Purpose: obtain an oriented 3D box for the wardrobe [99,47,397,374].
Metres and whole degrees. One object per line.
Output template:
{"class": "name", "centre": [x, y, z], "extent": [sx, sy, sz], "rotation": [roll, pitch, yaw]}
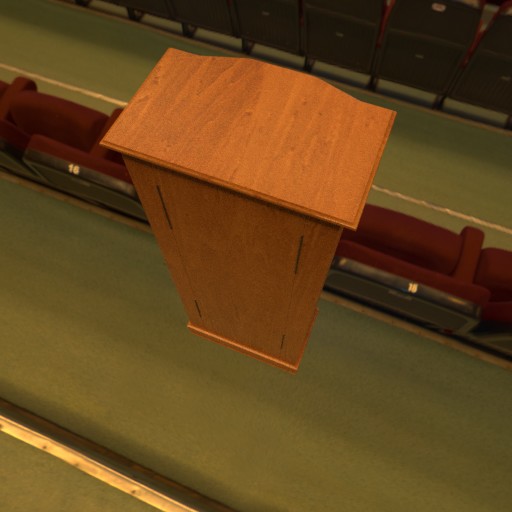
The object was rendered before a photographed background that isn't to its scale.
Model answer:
{"class": "wardrobe", "centre": [0.000, 0.000, 1.120], "extent": [0.406, 0.959, 0.273], "rotation": [20, 65, 10]}
